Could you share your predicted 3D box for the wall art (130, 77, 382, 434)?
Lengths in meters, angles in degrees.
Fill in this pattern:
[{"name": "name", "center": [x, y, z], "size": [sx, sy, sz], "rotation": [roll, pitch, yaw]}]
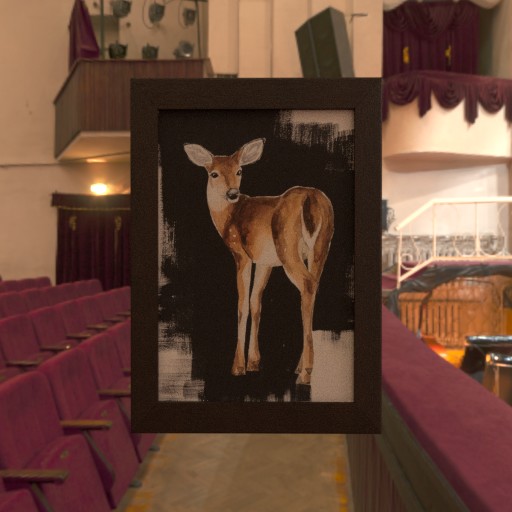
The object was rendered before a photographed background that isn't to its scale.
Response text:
[{"name": "wall art", "center": [0.000, 0.000, 0.637], "size": [0.359, 0.508, 0.013], "rotation": [0, 0, 0]}]
